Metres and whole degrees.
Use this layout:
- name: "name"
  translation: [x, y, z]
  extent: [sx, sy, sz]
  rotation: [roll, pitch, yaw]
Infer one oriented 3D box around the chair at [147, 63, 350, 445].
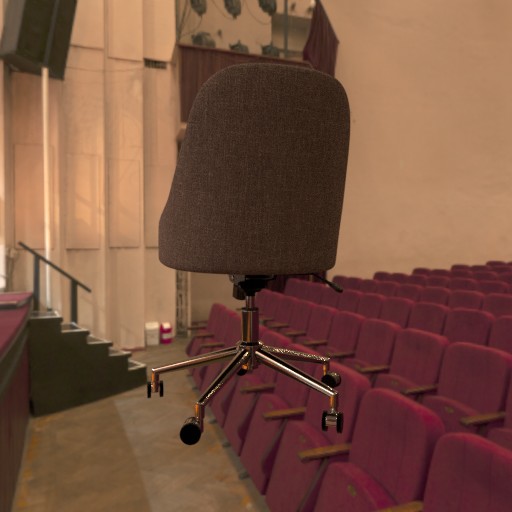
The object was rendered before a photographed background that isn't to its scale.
- name: "chair"
  translation: [0.000, 0.000, 1.430]
  extent: [0.671, 0.950, 0.712]
  rotation: [0, 1, -17]
